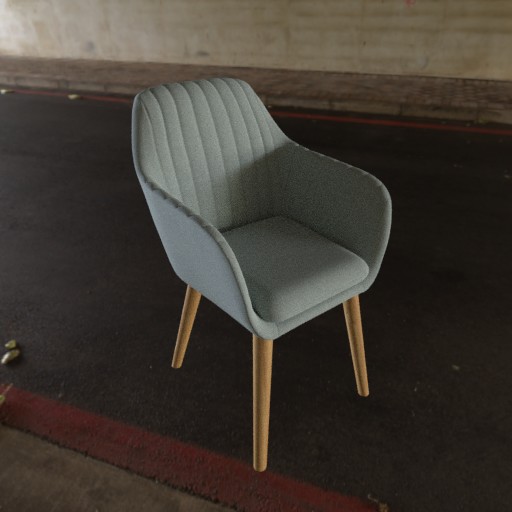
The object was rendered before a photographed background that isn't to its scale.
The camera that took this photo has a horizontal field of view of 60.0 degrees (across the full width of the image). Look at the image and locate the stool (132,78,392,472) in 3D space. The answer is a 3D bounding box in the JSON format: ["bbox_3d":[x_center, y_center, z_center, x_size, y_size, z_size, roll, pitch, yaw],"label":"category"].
[{"bbox_3d":[0.000,0.000,1.208,0.503,0.830,0.590,-21,37,-32],"label":"stool"}]
